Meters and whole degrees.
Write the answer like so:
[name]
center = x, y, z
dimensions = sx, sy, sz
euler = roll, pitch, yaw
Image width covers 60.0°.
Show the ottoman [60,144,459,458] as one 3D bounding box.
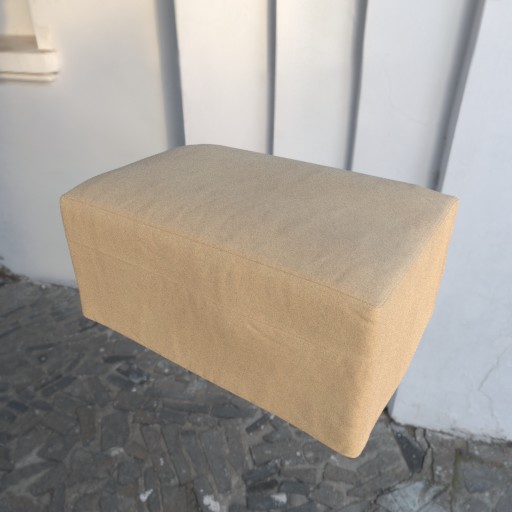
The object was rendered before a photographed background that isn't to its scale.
[ottoman]
center = 0.000, 0.000, 1.190
dimensions = 0.872, 0.444, 0.590
euler = 19, 35, 28
